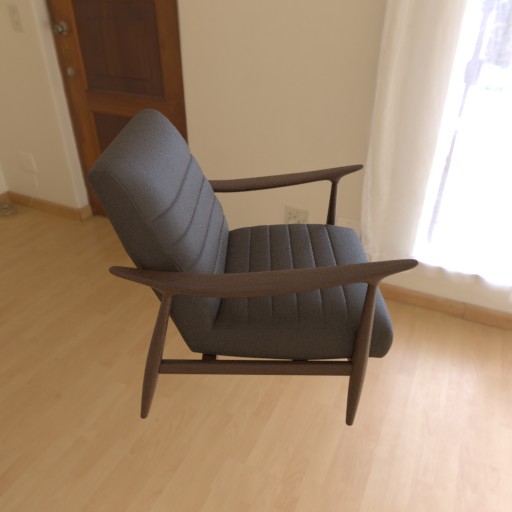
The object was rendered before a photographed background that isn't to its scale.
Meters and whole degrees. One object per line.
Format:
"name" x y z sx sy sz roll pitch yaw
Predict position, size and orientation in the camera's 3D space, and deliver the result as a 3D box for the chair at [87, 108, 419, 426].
"chair" 0.000 0.000 1.458 0.798 0.831 0.741 0 32 0
